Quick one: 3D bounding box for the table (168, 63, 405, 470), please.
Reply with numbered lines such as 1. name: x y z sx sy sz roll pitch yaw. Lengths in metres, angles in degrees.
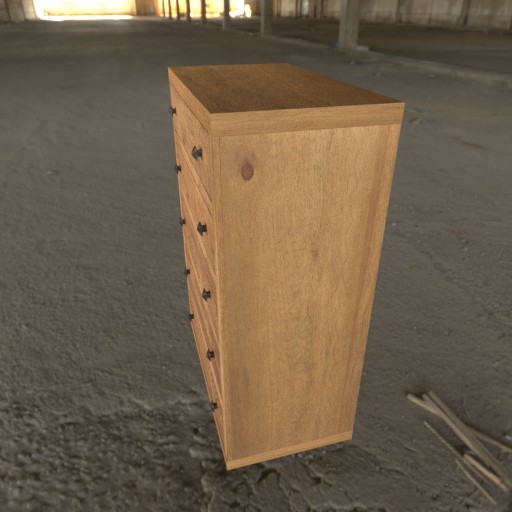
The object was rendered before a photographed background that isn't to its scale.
1. table: 0.000 0.000 1.745 0.524 1.294 0.901 -8 30 -14
